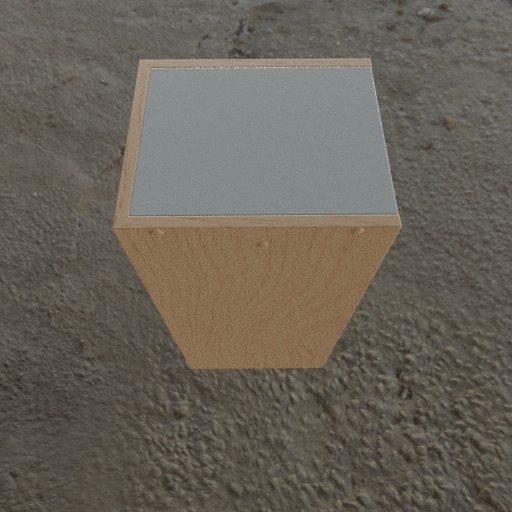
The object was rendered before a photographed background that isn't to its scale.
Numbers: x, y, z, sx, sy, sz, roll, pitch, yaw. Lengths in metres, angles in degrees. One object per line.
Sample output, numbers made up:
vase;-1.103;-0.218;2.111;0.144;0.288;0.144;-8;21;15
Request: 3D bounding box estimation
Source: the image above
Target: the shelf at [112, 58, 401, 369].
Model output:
shelf;0.000;0.000;0.767;0.290;0.600;0.250;0;63;0
